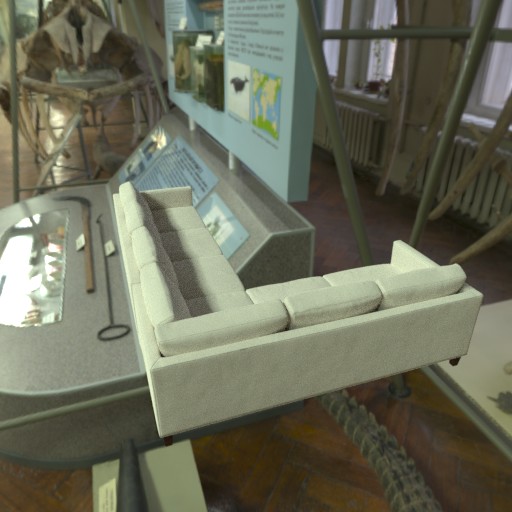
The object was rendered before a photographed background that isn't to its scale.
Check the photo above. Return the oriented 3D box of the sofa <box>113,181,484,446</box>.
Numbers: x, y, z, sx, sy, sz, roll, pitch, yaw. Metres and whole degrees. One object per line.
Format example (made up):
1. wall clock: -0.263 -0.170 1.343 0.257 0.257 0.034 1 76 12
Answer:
1. sofa: 0.000 0.000 4.312 2.432 0.863 3.182 -9 29 -17
